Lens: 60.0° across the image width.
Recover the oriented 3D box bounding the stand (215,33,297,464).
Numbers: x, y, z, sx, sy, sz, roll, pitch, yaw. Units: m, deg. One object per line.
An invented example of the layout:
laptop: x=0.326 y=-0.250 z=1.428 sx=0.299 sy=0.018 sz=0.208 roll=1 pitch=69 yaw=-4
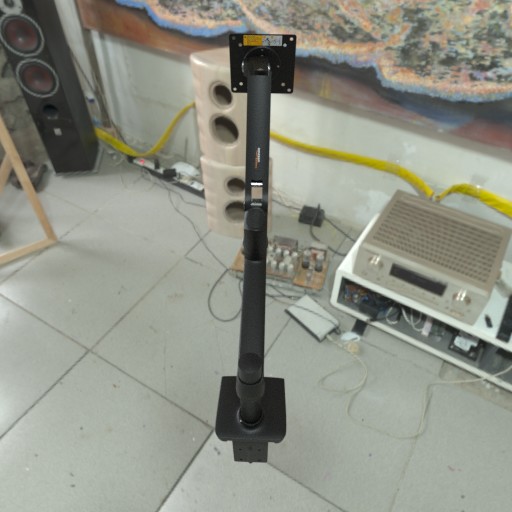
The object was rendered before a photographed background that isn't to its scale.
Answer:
stand: x=0.000 y=0.000 z=0.992 sx=0.152 sy=0.713 sz=0.650 roll=2 pitch=46 yaw=1
